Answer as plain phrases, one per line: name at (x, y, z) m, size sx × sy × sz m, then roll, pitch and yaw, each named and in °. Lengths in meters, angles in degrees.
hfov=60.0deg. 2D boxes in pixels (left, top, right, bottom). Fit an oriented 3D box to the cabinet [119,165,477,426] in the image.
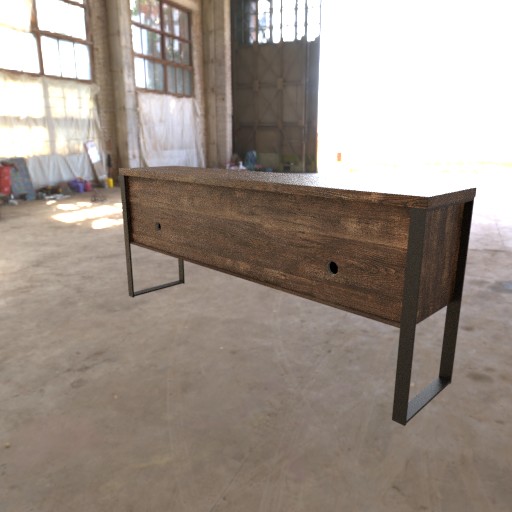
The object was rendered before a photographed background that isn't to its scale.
cabinet at (0.000, 0.000, 2.125) m, size 1.800 × 0.762 × 0.395 m, roll 14°, pitch 20°, yaw 43°
